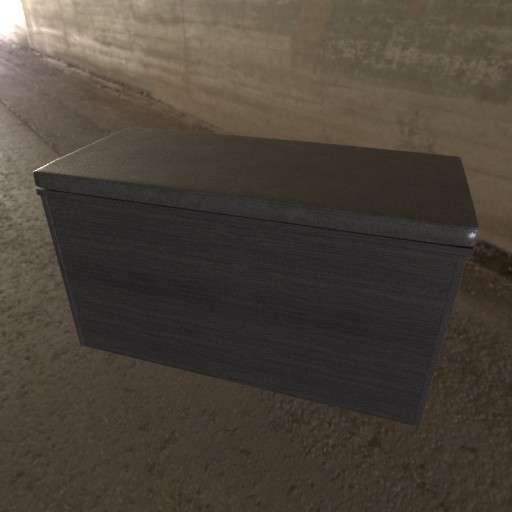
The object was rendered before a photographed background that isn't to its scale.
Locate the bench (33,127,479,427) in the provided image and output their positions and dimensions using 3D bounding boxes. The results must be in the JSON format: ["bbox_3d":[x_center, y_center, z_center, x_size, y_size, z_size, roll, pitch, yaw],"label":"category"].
[{"bbox_3d":[0.000,0.000,1.137,0.905,0.501,0.401,9,32,15],"label":"bench"}]
